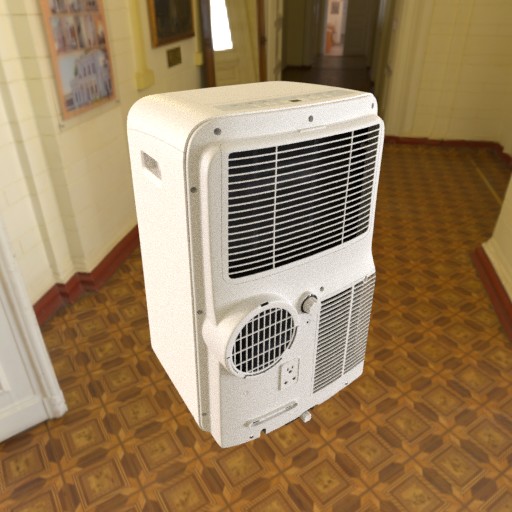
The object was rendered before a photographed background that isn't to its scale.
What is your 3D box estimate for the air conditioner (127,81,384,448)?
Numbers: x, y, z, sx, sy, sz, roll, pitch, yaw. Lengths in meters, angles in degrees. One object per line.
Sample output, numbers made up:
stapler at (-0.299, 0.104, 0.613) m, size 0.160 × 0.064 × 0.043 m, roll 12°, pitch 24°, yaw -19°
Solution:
air conditioner at (0.000, 0.000, 1.075) m, size 0.478 × 0.765 × 0.467 m, roll -19°, pitch 35°, yaw -29°
